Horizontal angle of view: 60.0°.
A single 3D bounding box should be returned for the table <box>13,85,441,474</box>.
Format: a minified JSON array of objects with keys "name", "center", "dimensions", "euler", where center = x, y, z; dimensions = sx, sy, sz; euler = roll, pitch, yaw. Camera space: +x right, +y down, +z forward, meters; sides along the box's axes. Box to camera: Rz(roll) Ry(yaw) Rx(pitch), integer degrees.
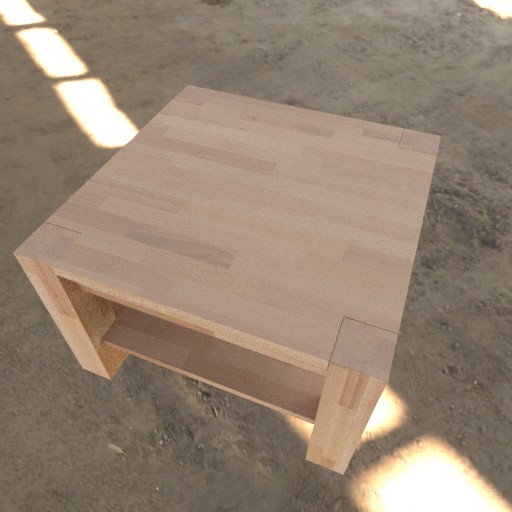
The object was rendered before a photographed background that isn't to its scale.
[{"name":"table","center":[0.000,0.000,1.127],"dimensions":[0.700,0.451,0.700],"euler":[17,50,14]}]
